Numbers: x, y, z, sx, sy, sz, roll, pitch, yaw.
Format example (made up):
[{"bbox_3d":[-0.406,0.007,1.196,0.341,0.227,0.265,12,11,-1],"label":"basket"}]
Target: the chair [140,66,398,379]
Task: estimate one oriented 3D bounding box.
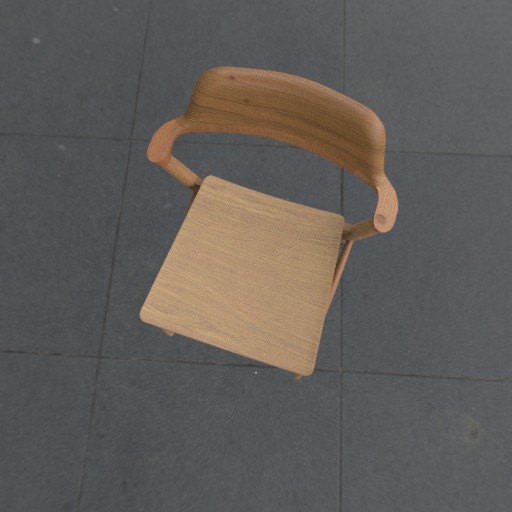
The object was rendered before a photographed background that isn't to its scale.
[{"bbox_3d":[0.000,0.000,1.123,0.512,0.792,0.499,18,76,5],"label":"chair"}]
